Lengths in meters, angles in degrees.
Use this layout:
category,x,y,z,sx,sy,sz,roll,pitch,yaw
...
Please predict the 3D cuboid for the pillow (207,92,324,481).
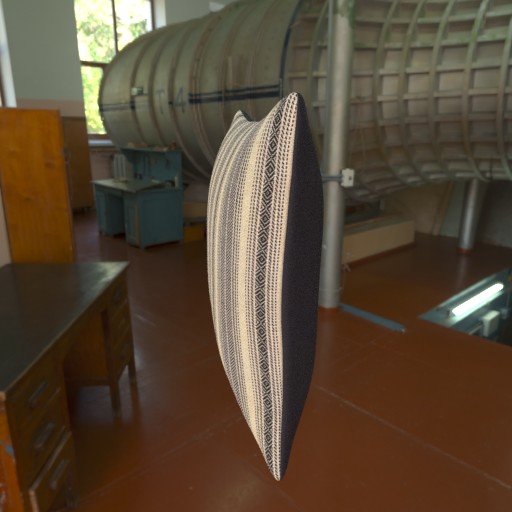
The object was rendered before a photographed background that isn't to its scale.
category,x,y,z,sx,sy,sz,roll,pitch,yaw
pillow,0.000,0.000,0.783,0.166,0.508,0.520,-2,16,-8
